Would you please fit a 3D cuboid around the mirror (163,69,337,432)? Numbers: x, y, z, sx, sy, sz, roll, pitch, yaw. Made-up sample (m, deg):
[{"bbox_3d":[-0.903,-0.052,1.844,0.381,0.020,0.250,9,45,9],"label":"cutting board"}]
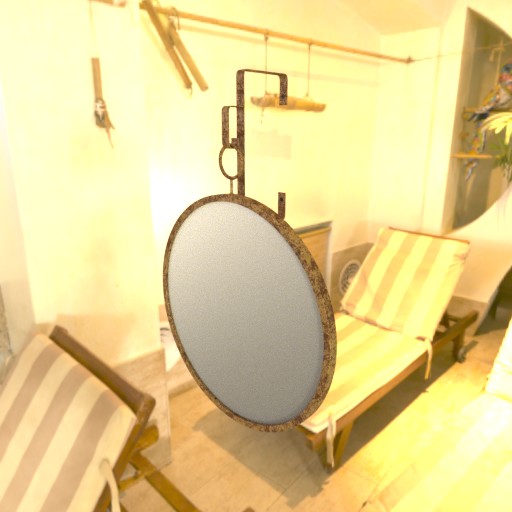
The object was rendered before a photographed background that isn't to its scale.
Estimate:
[{"bbox_3d":[0.000,0.000,0.838,0.447,0.651,0.144,15,22,43],"label":"mirror"}]
